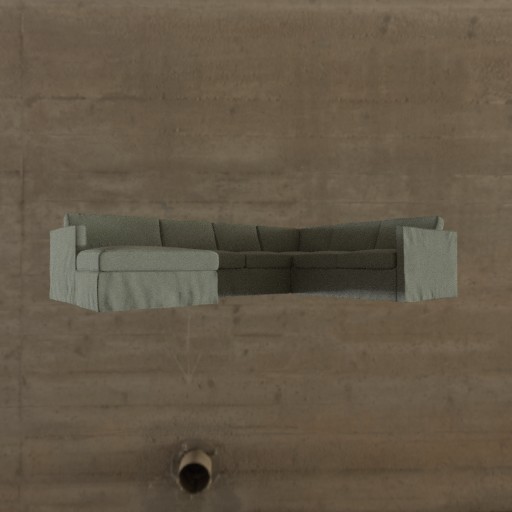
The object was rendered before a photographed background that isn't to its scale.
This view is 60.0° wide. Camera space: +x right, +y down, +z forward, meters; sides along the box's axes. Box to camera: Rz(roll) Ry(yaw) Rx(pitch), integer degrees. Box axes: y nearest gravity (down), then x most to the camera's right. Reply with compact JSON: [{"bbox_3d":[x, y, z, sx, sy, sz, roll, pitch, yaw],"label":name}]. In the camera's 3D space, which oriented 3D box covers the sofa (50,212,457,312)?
[{"bbox_3d":[0.000,0.000,4.515,3.434,0.869,2.440,1,-1,-37],"label":"sofa"}]
